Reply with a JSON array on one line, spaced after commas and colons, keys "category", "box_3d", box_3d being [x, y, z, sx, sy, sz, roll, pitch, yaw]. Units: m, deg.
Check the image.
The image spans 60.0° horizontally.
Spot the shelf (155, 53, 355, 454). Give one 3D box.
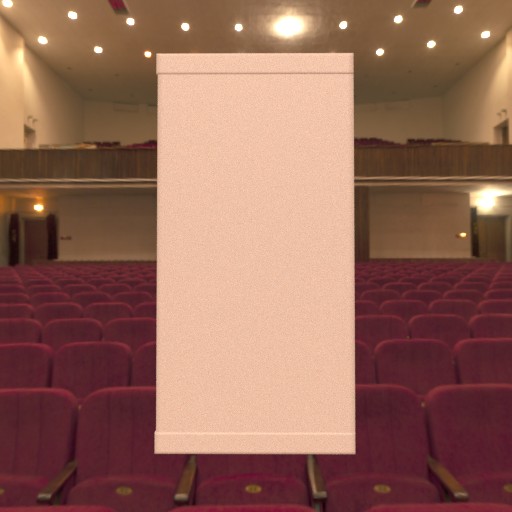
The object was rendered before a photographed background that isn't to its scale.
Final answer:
[{"category": "shelf", "box_3d": [0.000, 0.000, 1.264, 0.390, 0.786, 0.790, 0, -1, 0]}]
